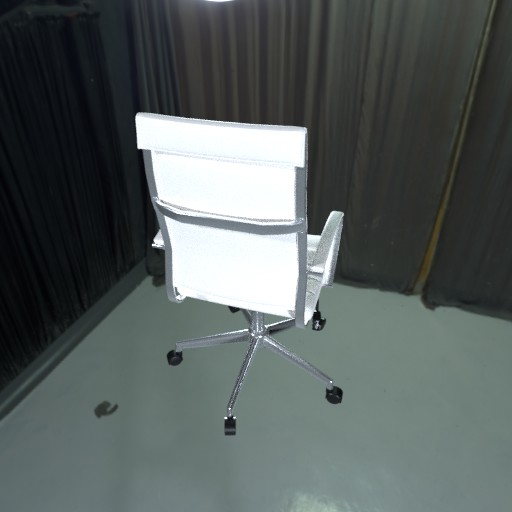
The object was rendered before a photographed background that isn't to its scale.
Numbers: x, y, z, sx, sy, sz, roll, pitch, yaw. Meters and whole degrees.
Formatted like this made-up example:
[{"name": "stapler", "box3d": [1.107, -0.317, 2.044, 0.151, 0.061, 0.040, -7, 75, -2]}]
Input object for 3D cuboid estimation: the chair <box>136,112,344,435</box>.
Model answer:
[{"name": "chair", "box3d": [0.000, 0.000, 1.619, 0.766, 1.149, 0.739, 10, 34, 15]}]
